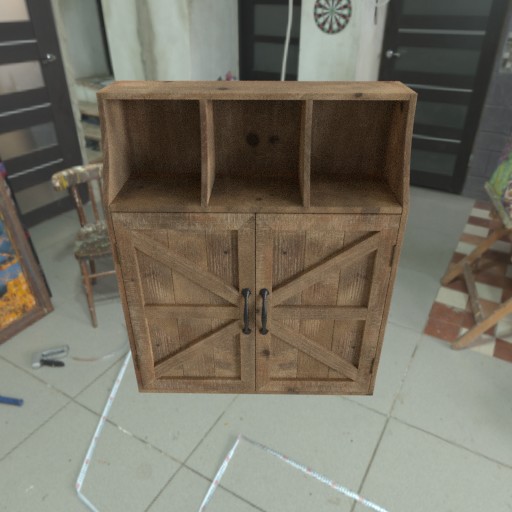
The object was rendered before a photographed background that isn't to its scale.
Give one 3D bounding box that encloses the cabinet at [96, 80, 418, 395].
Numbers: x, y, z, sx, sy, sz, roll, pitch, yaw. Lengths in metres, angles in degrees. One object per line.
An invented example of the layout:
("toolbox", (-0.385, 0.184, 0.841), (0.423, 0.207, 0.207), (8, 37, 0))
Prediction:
("cabinet", (0.000, 0.000, 0.834), (0.489, 0.590, 0.184), (0, 31, 1))
